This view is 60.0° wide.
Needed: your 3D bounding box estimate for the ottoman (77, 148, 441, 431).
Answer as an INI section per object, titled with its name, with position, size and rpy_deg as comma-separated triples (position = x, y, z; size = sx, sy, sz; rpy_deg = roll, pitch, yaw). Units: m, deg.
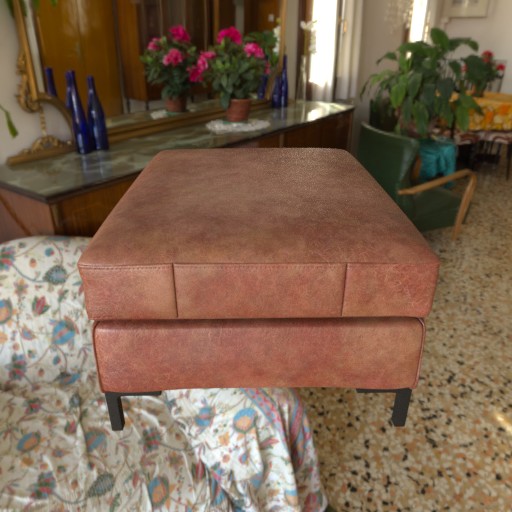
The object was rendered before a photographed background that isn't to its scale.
[ottoman]
position = 0.000, 0.000, 1.771
size = 0.965, 0.667, 1.186
rpy_deg = 0, 27, -1
